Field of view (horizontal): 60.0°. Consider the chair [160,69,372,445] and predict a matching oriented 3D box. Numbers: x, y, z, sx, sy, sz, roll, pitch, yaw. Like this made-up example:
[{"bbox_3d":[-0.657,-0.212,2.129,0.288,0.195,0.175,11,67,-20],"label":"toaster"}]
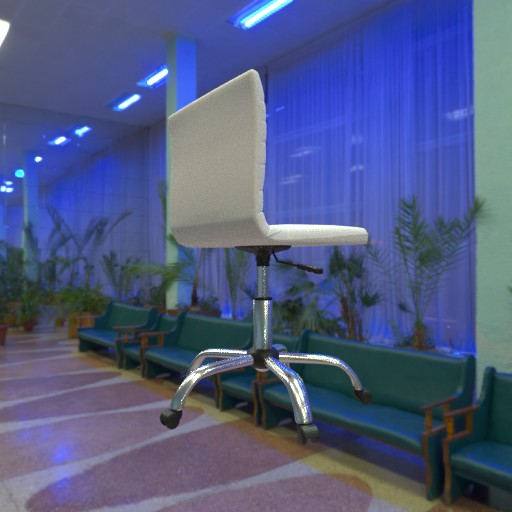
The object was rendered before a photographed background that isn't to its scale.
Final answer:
[{"bbox_3d":[0.000,0.000,1.159,0.530,0.780,0.556,0,-1,-37],"label":"chair"}]
